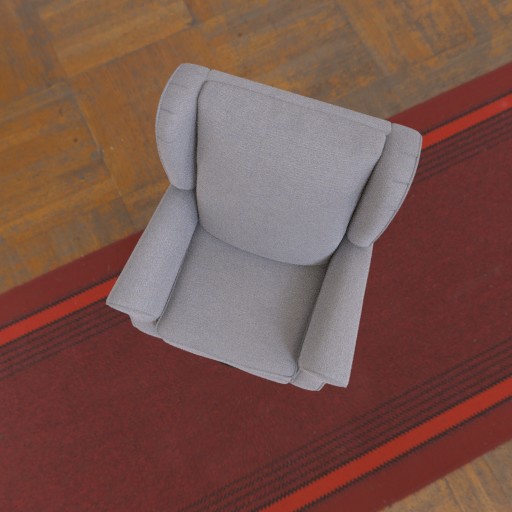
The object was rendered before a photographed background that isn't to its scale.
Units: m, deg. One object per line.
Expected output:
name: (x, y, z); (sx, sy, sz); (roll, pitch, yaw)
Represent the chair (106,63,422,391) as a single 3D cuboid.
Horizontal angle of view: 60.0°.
chair: (0.000, 0.000, 1.704); (0.906, 0.966, 0.854); (18, 76, 5)
